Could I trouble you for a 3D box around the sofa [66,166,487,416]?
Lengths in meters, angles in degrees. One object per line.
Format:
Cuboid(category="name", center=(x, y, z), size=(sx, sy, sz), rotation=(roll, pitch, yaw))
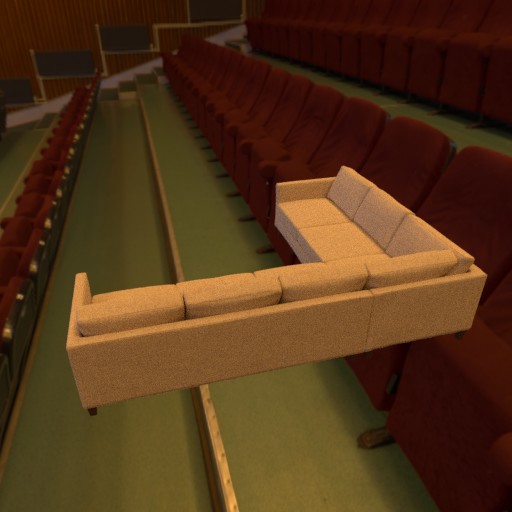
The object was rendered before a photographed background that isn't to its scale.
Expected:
Cuboid(category="sofa", center=(0.000, 0.000, 4.281), size=(3.182, 0.863, 2.432), rotation=(-8, 31, -13))
